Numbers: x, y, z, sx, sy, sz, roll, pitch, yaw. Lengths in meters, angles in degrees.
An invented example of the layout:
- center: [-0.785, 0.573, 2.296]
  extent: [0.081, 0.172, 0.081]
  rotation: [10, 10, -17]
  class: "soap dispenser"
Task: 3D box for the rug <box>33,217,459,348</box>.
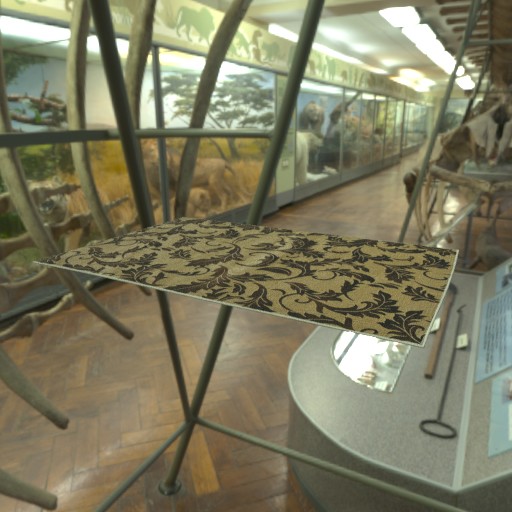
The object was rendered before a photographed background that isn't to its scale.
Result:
- center: [0.000, 0.000, 2.827]
  extent: [2.284, 0.008, 1.522]
  rotation: [9, 19, 27]
  class: "rug"
